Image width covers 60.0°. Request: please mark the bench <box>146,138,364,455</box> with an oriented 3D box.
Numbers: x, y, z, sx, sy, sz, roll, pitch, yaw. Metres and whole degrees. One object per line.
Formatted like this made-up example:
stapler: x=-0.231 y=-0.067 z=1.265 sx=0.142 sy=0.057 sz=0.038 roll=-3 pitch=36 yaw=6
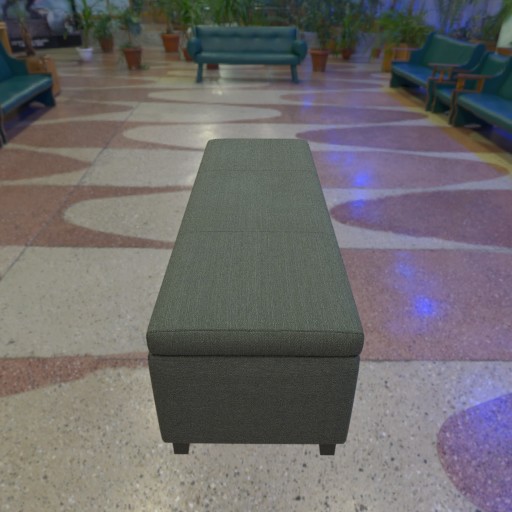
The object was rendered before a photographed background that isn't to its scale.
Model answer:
bench: x=0.000 y=0.000 z=1.504 sx=0.446 sy=0.438 sz=1.269 roll=0 pitch=32 yaw=0
